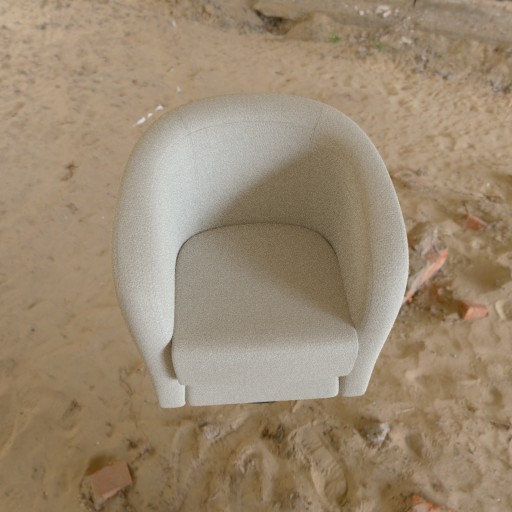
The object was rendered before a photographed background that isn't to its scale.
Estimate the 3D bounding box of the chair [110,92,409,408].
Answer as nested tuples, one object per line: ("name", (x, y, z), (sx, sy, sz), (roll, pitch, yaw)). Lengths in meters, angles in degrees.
("chair", (0.000, 0.000, 1.473), (0.791, 0.771, 0.815), (-3, 45, -3))
